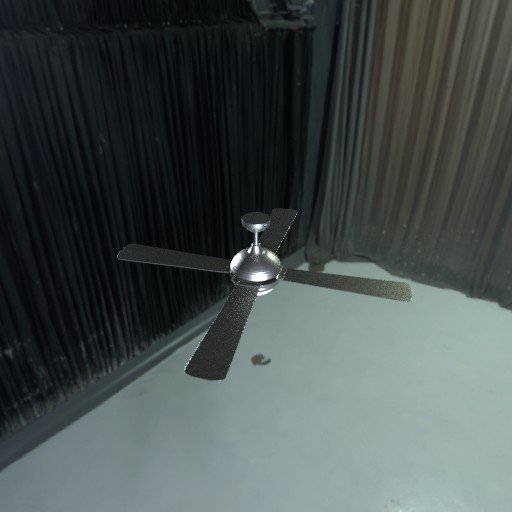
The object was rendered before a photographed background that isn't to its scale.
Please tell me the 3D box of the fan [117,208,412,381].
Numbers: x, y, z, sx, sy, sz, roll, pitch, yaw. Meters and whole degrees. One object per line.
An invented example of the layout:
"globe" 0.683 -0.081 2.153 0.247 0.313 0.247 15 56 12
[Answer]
"fan" 0.000 0.000 2.012 1.321 0.381 1.321 20 36 30
